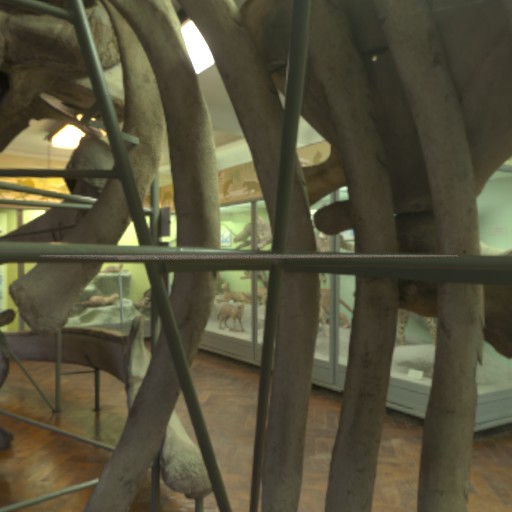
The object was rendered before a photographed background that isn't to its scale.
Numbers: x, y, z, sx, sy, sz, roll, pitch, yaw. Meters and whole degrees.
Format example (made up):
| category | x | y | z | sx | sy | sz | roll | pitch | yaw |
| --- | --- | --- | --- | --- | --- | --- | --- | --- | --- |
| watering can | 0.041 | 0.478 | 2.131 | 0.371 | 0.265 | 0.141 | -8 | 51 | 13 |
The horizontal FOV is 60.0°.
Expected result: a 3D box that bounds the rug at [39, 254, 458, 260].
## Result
| category | x | y | z | sx | sy | sz | roll | pitch | yaw |
| --- | --- | --- | --- | --- | --- | --- | --- | --- | --- |
| rug | 0.000 | 0.000 | 3.035 | 2.439 | 0.011 | 1.533 | 0 | 1 | -36 |
